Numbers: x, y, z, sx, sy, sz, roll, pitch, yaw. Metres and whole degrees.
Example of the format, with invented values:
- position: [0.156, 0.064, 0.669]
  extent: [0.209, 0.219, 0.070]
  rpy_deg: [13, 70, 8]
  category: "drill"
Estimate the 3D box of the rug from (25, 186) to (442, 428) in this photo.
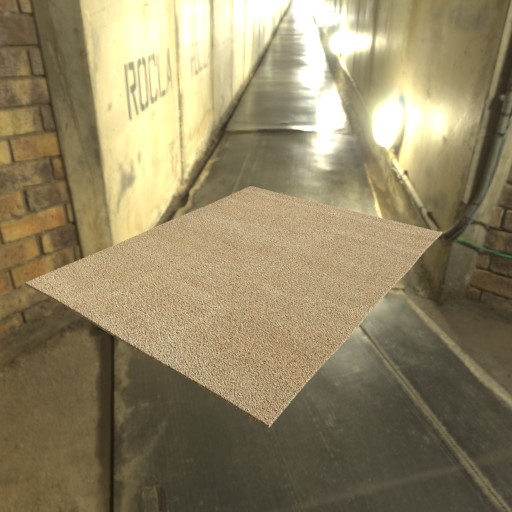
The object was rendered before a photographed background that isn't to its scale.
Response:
- position: [0.000, 0.000, 4.000]
  extent: [2.400, 0.025, 3.000]
  rpy_deg: [19, 33, 32]
  category: "rug"
